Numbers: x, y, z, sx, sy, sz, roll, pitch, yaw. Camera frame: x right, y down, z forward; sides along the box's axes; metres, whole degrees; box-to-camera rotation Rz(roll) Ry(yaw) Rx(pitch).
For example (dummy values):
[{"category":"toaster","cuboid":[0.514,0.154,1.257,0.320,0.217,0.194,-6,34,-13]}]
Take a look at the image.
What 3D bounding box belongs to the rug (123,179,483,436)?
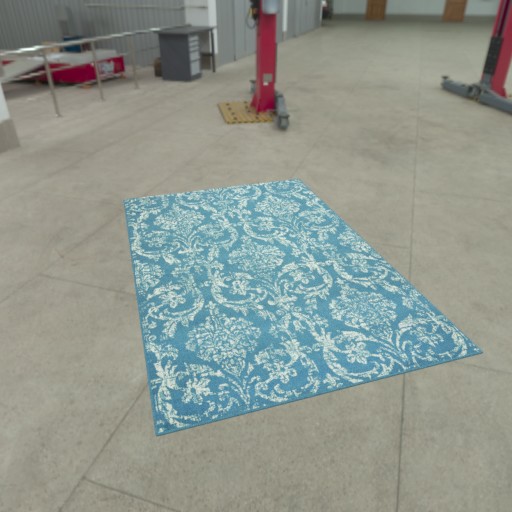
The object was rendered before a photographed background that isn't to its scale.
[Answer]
[{"category":"rug","cuboid":[0.000,0.000,3.373,1.816,0.018,2.746,-9,32,-15]}]
